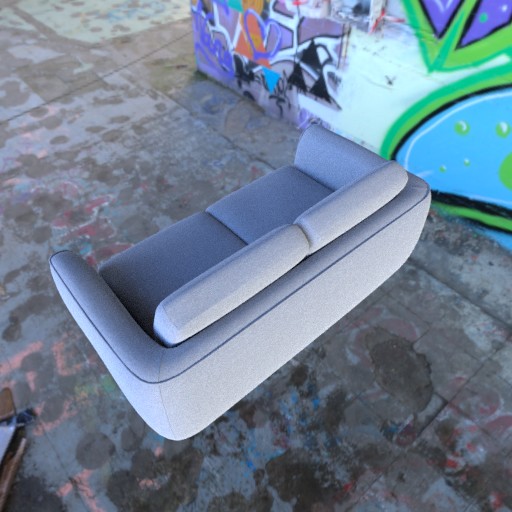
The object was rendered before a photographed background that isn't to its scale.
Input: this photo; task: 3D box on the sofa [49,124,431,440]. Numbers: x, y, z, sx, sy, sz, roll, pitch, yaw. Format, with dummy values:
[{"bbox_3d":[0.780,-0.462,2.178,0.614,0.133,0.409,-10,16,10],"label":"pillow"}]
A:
[{"bbox_3d":[0.000,0.000,2.187,1.700,0.850,0.920,-32,55,-27],"label":"sofa"}]
